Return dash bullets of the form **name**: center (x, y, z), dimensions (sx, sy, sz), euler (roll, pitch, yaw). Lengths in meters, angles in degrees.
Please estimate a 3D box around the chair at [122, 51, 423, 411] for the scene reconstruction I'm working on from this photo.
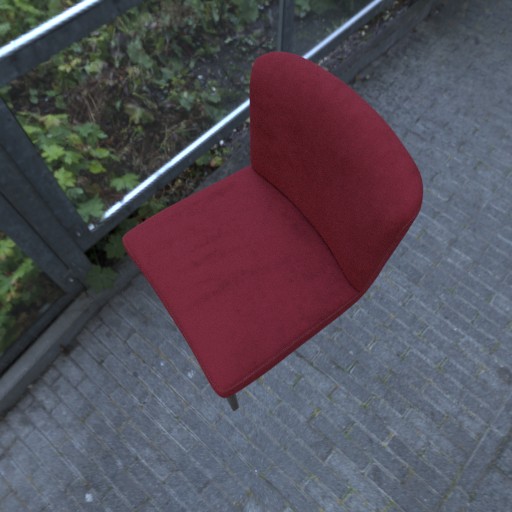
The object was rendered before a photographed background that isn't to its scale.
- **chair**: center (0.000, 0.000, 1.191), dimensions (0.560, 0.824, 0.530), euler (-32, 68, -14)
